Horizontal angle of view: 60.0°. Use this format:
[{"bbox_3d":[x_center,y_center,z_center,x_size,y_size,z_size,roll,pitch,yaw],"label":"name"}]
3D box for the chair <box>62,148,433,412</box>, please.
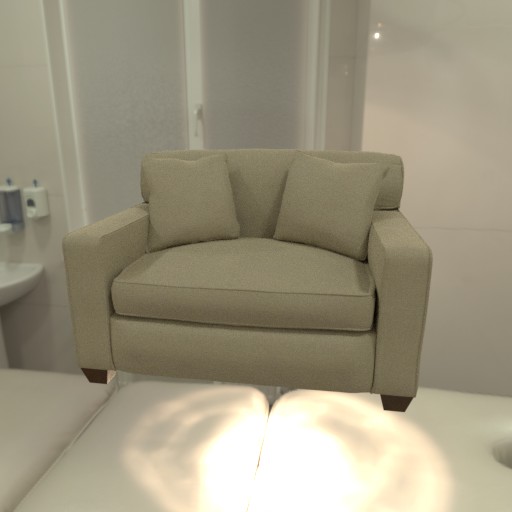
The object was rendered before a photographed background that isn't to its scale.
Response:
[{"bbox_3d":[0.000,0.000,2.072,1.383,0.948,1.000,3,16,9],"label":"chair"}]
